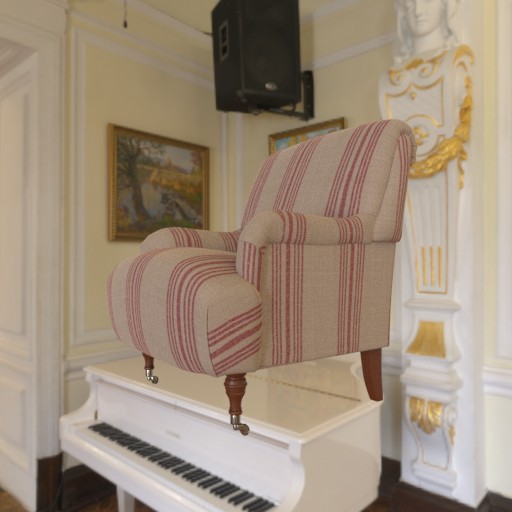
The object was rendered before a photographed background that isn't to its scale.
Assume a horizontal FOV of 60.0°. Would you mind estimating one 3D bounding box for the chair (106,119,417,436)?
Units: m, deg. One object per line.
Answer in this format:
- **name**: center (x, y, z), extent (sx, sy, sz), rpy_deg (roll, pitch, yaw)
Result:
- **chair**: center (0.000, 0.000, 1.846), extent (1.058, 1.123, 0.933), rpy_deg (0, -1, -36)
